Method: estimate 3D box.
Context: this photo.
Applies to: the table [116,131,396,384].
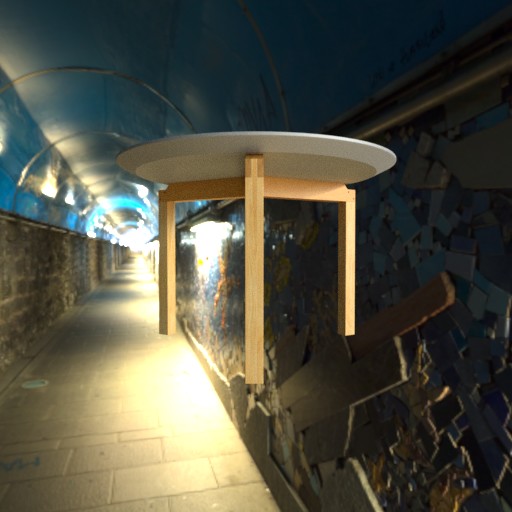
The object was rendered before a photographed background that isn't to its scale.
[{"bbox_3d":[0.000,0.000,0.999,0.600,0.405,0.600,0,1,0],"label":"table"}]
